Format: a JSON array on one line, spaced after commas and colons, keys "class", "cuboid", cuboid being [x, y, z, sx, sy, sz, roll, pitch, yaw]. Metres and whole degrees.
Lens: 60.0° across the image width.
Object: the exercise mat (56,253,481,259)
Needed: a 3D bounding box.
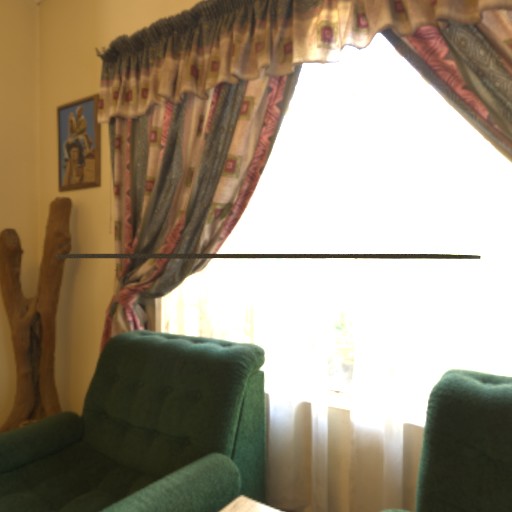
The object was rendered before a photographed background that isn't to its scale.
[{"class": "exercise mat", "cuboid": [0.000, 0.000, 2.123, 1.869, 0.021, 0.616, 0, 0, 18]}]
